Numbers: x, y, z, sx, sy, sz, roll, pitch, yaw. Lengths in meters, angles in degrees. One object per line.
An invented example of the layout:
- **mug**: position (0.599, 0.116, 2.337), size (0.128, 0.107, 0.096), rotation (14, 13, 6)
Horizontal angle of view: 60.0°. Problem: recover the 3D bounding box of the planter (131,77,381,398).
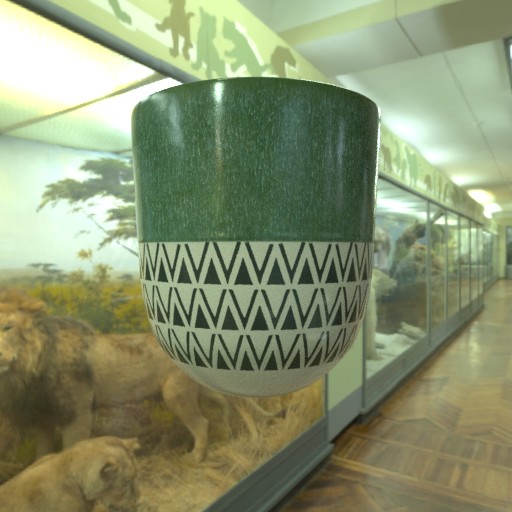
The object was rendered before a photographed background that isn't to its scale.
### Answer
- **planter**: position (0.000, 0.000, 0.359), size (0.195, 0.214, 0.195), rotation (0, 1, 0)
